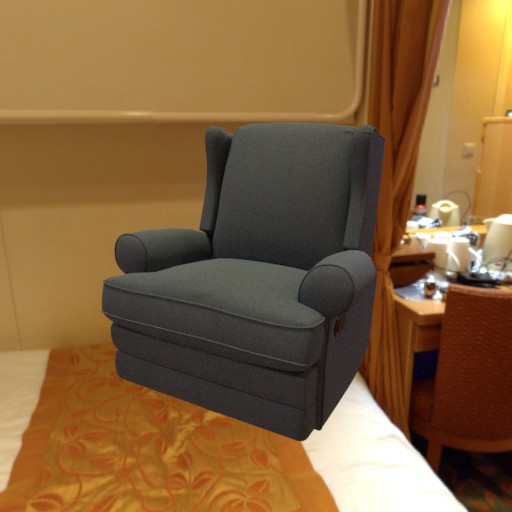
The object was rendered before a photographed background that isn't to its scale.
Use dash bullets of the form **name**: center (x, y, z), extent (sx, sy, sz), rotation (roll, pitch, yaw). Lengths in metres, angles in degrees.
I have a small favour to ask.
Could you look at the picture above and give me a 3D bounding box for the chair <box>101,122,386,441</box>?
- **chair**: center (0.000, 0.000, 1.745), extent (0.971, 1.020, 0.877), rotation (8, 18, 28)
